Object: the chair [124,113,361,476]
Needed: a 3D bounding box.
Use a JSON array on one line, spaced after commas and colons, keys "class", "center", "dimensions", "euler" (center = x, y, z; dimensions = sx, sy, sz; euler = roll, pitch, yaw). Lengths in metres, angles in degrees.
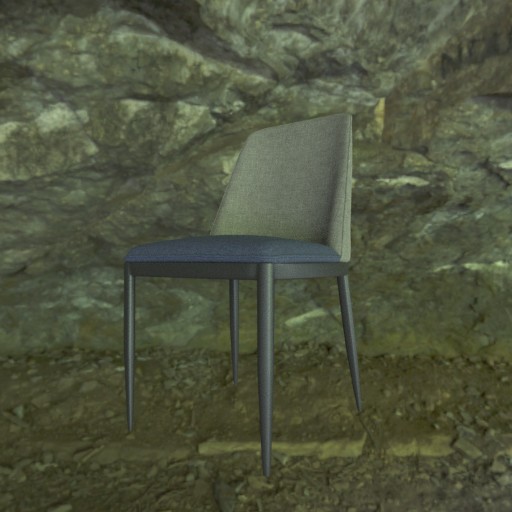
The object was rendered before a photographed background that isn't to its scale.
[{"class": "chair", "center": [0.000, 0.000, 1.185], "dimensions": [0.488, 0.855, 0.550], "euler": [0, 0, 35]}]
